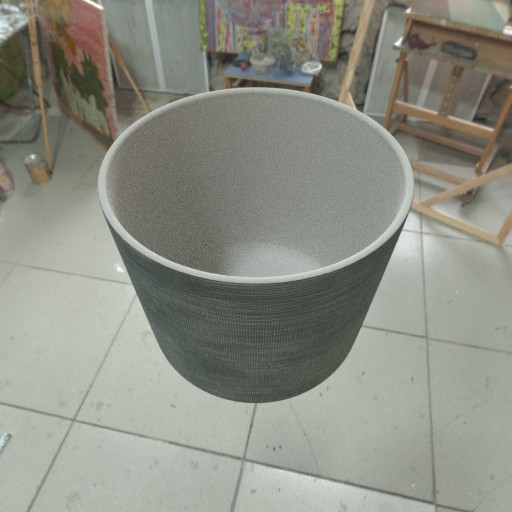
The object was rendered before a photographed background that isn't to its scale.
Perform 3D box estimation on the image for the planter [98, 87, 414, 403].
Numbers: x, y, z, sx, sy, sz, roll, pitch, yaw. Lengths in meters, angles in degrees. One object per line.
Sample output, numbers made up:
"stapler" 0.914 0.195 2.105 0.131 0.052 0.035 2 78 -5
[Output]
"planter" 0.000 0.000 0.778 0.440 0.398 0.440 0 48 0
